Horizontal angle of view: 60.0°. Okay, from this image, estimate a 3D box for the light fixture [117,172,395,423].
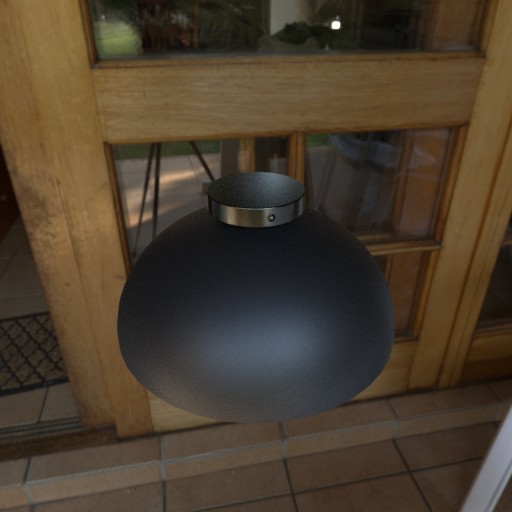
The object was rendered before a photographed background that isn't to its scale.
[{"bbox_3d":[0.000,0.000,0.546,0.355,0.177,0.355,0,30,0],"label":"light fixture"}]
